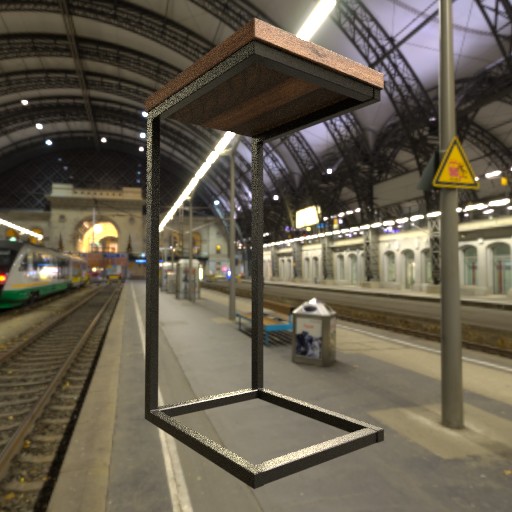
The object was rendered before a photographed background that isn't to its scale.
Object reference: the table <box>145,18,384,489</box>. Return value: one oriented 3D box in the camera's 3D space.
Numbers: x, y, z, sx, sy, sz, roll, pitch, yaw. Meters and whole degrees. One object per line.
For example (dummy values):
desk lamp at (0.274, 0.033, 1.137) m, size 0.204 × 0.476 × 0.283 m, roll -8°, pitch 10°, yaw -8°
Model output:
table at (0.000, 0.000, 0.931) m, size 0.323 × 0.718 × 0.414 m, roll 2°, pitch -3°, yaw -37°
